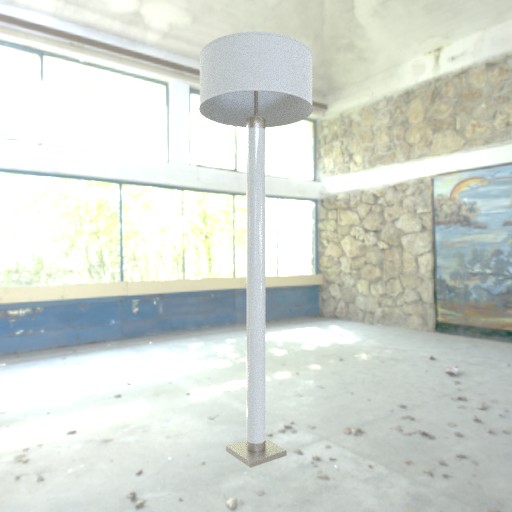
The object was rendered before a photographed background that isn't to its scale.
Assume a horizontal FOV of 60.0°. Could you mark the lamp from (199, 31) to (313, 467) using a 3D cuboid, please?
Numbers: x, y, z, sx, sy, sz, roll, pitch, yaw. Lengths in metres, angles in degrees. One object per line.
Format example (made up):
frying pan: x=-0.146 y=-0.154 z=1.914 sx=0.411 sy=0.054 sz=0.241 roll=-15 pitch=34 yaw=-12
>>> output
lamp: x=0.000 y=0.000 z=1.648 sx=0.420 sy=1.475 sz=0.420 roll=0 pitch=0 yaw=-35
